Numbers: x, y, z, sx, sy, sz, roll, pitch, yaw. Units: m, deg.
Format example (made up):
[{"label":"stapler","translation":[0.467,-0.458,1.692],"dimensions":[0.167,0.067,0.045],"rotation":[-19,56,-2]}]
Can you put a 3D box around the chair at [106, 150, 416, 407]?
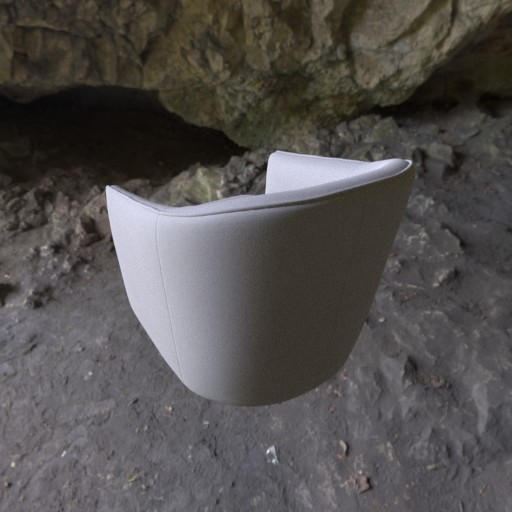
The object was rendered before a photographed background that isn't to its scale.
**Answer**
[{"label":"chair","translation":[0.000,0.000,1.452],"dimensions":[0.747,0.799,0.875],"rotation":[-18,36,-27]}]
